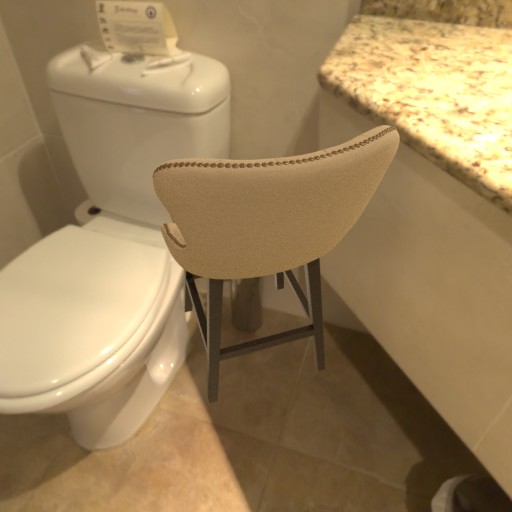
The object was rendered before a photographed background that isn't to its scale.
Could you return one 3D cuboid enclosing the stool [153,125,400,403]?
[{"bbox_3d":[0.000,0.000,1.315,0.528,0.971,0.593,-13,44,-13],"label":"stool"}]
